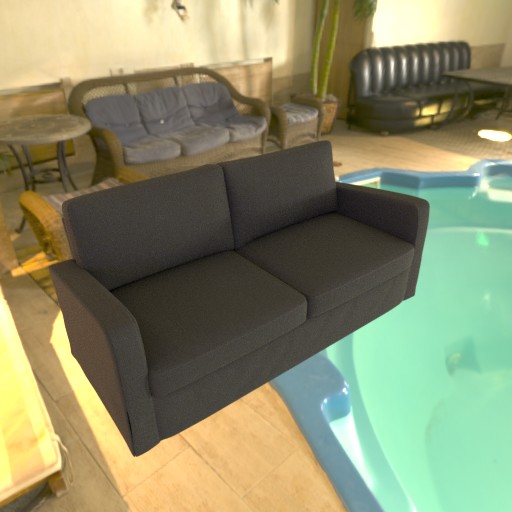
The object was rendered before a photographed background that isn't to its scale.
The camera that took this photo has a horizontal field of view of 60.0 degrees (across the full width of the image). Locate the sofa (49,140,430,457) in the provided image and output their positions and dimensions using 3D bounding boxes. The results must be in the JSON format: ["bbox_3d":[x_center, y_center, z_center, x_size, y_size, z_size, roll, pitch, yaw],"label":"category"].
[{"bbox_3d":[0.000,0.000,2.315,1.852,0.839,0.898,-21,36,-32],"label":"sofa"}]
